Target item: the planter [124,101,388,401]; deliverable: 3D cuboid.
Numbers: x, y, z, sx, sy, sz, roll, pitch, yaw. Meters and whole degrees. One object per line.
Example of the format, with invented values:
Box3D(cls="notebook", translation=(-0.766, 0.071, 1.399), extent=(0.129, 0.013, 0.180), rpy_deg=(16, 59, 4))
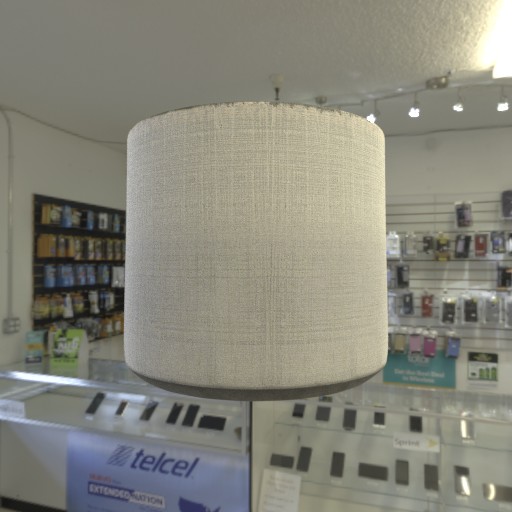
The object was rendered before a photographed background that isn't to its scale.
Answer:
Box3D(cls="planter", translation=(0.000, 0.000, 0.396), extent=(0.226, 0.201, 0.226), rpy_deg=(0, -1, 0))
